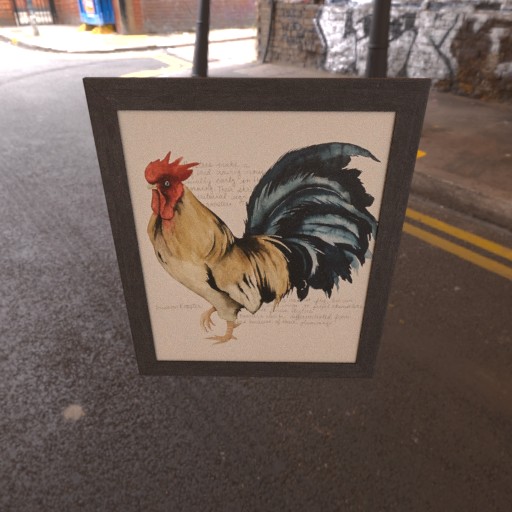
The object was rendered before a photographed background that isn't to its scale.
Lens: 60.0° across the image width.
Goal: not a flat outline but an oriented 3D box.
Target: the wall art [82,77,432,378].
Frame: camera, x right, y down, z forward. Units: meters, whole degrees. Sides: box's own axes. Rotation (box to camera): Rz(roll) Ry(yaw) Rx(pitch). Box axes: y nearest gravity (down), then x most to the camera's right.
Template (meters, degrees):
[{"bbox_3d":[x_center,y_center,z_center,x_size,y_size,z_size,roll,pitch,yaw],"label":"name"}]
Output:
[{"bbox_3d":[0.000,0.000,0.756,0.476,0.570,0.013,0,32,1],"label":"wall art"}]
